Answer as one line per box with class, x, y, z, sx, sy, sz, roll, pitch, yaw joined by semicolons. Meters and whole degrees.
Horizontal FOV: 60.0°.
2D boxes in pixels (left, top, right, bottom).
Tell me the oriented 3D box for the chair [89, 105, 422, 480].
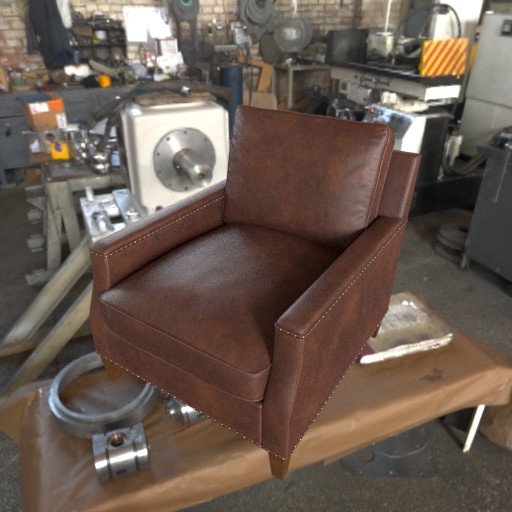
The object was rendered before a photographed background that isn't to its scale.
chair;0.000;0.000;1.676;0.853;0.929;1.014;18;34;29
